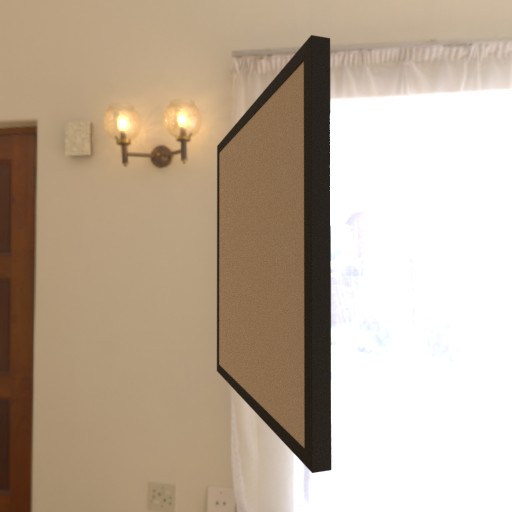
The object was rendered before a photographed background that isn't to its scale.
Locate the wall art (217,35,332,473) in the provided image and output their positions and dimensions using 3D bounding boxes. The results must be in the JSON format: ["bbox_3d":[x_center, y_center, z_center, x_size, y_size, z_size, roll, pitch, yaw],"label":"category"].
[{"bbox_3d":[0.000,0.000,0.456,0.015,0.304,0.306,0,-1,-17],"label":"wall art"}]
